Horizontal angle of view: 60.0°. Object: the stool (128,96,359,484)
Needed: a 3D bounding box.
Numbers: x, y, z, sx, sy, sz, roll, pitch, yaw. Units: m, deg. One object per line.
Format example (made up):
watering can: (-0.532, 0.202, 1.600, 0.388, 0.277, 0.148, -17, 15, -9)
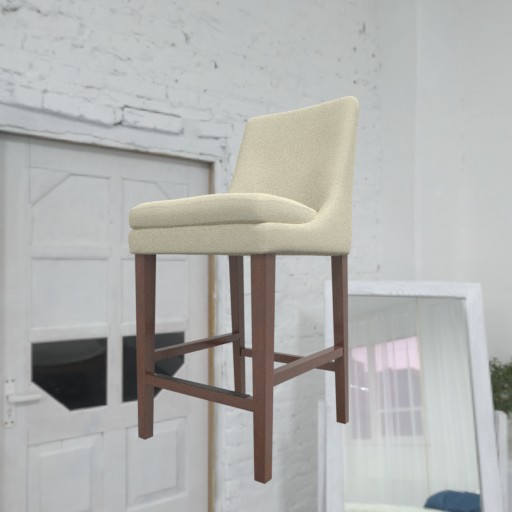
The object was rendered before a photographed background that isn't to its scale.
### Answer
stool: (0.000, 0.000, 1.282, 0.470, 0.981, 0.577, 0, 0, 36)
